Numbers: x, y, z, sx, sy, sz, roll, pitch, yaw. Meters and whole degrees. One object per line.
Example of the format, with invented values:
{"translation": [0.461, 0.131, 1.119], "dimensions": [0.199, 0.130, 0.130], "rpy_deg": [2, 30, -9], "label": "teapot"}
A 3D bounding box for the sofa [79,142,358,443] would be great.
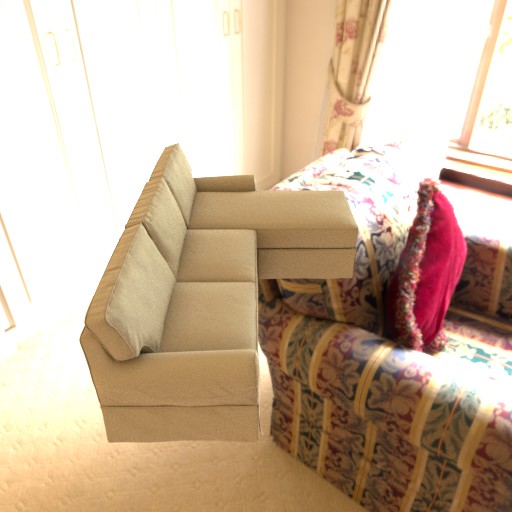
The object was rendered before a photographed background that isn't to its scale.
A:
{"translation": [0.000, 0.000, 3.283], "dimensions": [1.733, 0.978, 2.475], "rpy_deg": [0, 33, 0], "label": "sofa"}
